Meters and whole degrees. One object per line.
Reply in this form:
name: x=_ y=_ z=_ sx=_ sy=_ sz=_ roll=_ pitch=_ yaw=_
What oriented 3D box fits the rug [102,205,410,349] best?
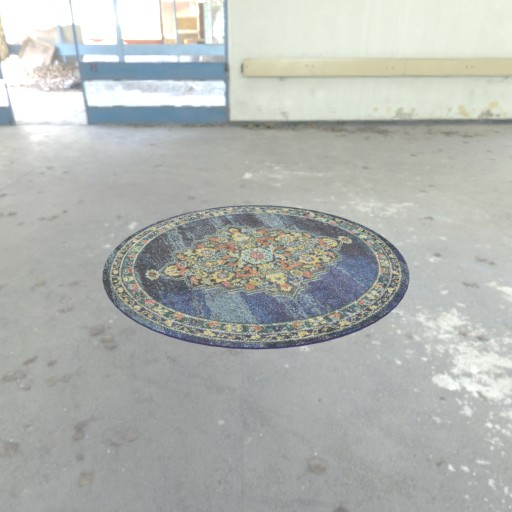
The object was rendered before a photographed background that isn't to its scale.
rug: x=0.000 y=0.000 z=3.605 sx=2.386 sy=0.014 sz=2.386 roll=0 pitch=26 yaw=0
